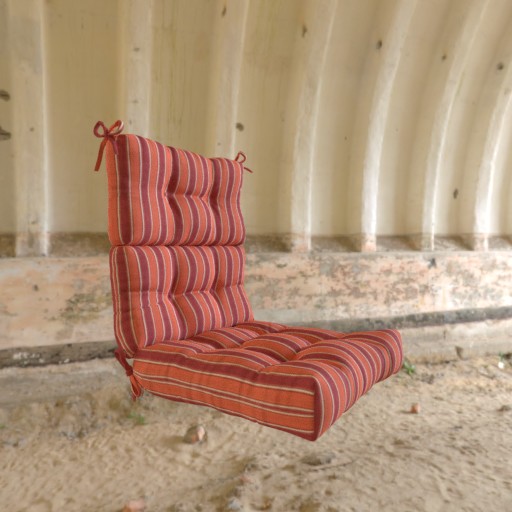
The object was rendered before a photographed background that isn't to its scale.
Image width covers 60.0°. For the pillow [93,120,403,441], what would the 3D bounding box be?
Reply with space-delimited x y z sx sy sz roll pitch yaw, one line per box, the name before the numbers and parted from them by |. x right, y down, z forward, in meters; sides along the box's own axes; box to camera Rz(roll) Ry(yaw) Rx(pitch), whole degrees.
pillow | 0.000 0.000 1.033 0.571 0.605 0.519 1 2 34
